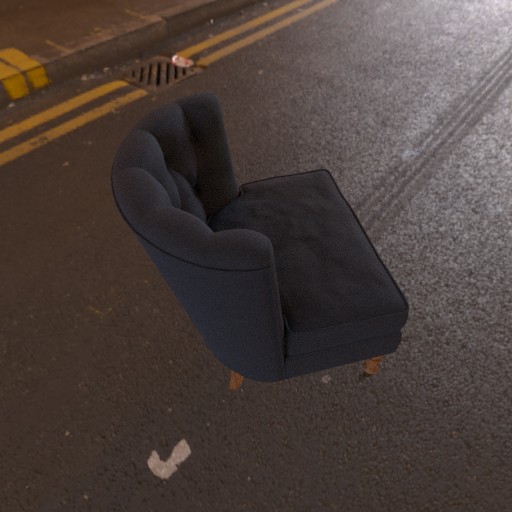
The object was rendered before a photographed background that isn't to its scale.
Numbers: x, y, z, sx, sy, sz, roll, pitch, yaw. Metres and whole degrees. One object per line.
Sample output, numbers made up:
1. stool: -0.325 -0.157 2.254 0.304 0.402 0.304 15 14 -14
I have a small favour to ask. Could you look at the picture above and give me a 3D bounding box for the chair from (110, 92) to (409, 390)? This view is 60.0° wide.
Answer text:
1. chair: 0.000 0.000 1.373 0.718 0.771 0.740 -10 47 -9
